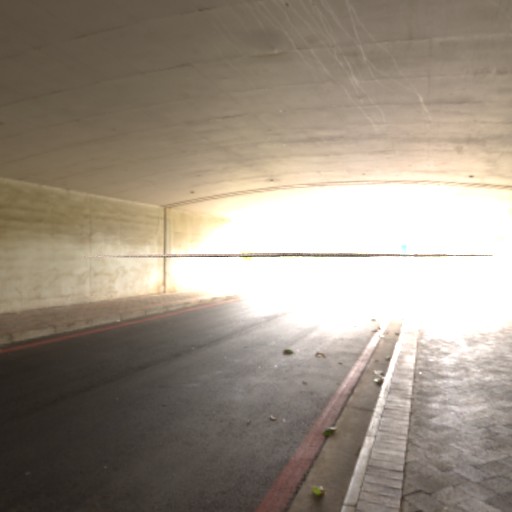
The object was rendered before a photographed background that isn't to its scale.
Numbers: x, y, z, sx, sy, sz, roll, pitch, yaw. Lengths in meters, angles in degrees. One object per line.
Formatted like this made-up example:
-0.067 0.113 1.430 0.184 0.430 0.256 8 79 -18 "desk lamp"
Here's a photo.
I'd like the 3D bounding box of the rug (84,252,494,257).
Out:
0.000 0.000 2.309 1.225 0.013 1.840 0 0 -37 "rug"
